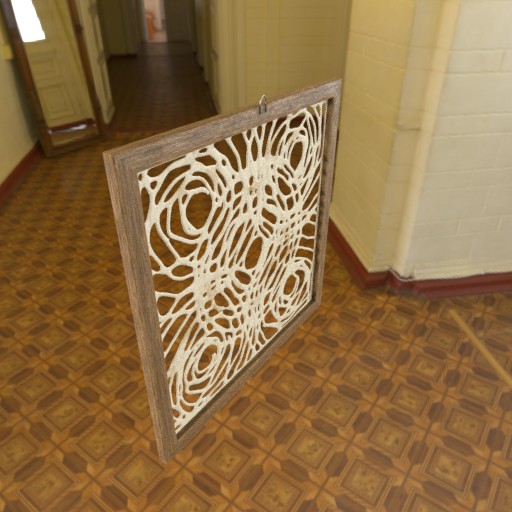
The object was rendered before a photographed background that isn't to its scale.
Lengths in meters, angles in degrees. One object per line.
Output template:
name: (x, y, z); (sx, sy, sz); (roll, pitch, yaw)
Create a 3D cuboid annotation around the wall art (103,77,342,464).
wall art: (0.000, 0.000, 0.825); (0.021, 0.576, 0.561); (21, 37, 30)
